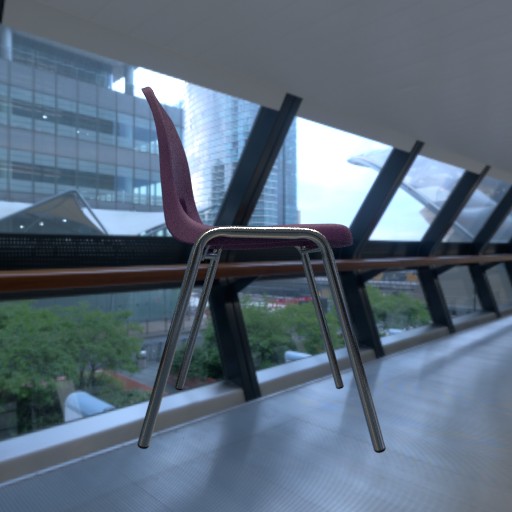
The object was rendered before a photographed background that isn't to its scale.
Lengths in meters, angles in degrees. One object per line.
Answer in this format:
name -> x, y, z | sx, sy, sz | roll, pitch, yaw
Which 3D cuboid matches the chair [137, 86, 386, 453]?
chair -> 0.000, 0.000, 0.920 | 0.432, 0.654, 0.381 | 0, -1, 0
